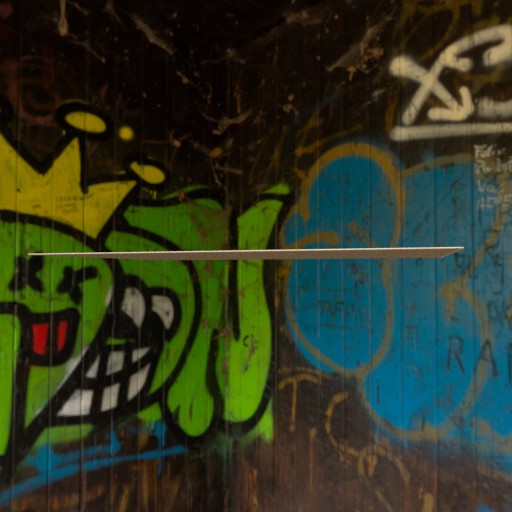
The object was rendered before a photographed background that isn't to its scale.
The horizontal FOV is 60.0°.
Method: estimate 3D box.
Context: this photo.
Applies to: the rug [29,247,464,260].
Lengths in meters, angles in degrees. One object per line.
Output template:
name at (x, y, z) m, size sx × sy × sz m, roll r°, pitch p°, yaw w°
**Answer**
rug at (0.000, 0.000, 3.033) m, size 2.438 × 0.008 × 1.523 m, roll -1°, pitch -2°, yaw 19°
